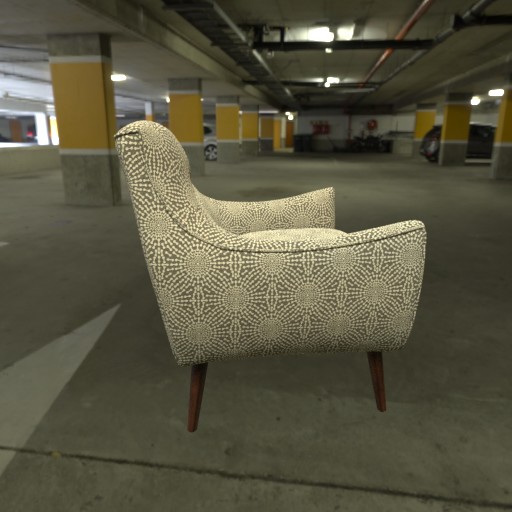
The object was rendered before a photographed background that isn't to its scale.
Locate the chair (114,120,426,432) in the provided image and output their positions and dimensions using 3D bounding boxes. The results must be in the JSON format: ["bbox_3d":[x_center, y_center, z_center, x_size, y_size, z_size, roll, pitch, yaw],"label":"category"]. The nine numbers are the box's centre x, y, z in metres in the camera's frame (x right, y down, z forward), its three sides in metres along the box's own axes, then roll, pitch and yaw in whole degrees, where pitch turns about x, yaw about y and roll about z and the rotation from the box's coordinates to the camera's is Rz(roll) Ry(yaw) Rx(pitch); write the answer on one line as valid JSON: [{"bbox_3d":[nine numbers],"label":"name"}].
[{"bbox_3d":[0.000,0.000,1.454,0.787,0.838,0.762,-3,15,-9],"label":"chair"}]
